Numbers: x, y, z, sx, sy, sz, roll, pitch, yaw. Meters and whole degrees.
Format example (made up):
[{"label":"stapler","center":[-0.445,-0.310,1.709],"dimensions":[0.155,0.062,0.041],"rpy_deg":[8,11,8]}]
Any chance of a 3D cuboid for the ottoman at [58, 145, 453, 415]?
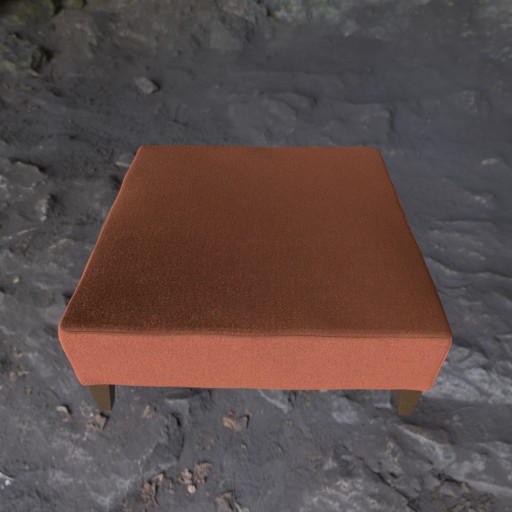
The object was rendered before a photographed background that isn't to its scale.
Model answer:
[{"label":"ottoman","center":[0.000,0.000,1.555],"dimensions":[0.999,0.438,0.997],"rpy_deg":[1,41,1]}]
